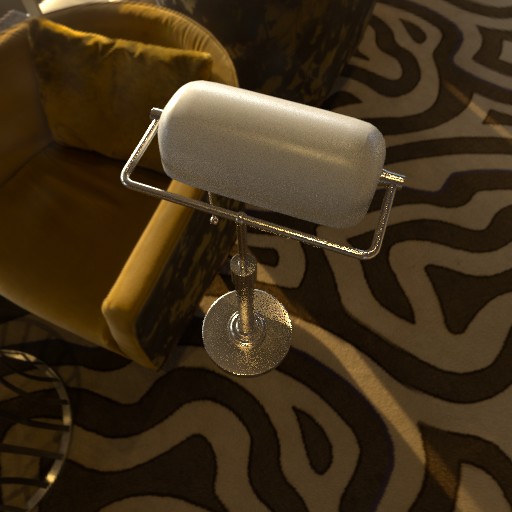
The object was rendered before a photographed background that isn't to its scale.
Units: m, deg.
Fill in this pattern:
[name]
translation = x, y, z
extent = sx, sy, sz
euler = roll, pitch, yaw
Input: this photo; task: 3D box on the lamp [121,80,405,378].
[lamp]
translation = 0.000, 0.000, 0.566
extent = 0.269, 0.404, 0.227
euler = 18, 64, 9
